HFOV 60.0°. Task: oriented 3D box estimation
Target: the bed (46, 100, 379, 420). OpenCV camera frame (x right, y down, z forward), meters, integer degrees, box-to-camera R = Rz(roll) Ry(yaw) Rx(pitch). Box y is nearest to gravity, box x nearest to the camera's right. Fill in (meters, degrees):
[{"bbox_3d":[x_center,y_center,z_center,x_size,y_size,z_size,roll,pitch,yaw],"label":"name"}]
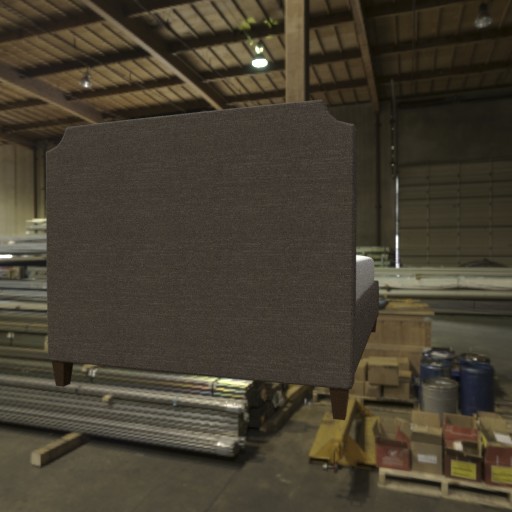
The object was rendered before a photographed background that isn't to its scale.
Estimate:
[{"bbox_3d":[0.000,0.000,3.359,1.713,1.457,2.381,0,1,18],"label":"bed"}]
